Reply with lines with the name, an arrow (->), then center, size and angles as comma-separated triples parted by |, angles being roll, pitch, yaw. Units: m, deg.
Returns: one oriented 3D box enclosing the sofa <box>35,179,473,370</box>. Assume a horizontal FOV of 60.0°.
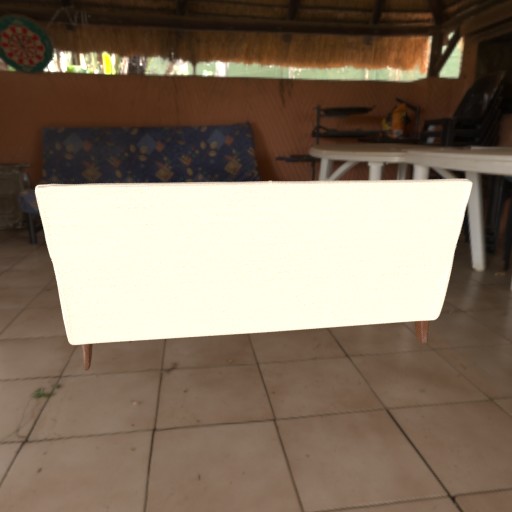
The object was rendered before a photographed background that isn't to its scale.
sofa -> 0.000, 0.000, 2.491 | 2.001, 0.907, 0.841 | -2, 15, -9
